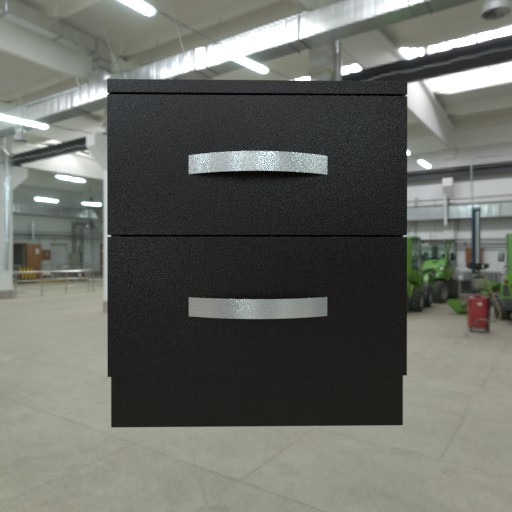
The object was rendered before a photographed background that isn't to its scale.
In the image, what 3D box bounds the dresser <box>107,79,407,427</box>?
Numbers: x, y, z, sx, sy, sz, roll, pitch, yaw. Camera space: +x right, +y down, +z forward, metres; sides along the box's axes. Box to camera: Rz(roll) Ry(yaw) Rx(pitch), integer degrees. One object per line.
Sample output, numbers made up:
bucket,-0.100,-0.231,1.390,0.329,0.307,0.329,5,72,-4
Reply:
dresser,0.000,0.000,0.744,0.400,0.470,0.360,0,0,-1
